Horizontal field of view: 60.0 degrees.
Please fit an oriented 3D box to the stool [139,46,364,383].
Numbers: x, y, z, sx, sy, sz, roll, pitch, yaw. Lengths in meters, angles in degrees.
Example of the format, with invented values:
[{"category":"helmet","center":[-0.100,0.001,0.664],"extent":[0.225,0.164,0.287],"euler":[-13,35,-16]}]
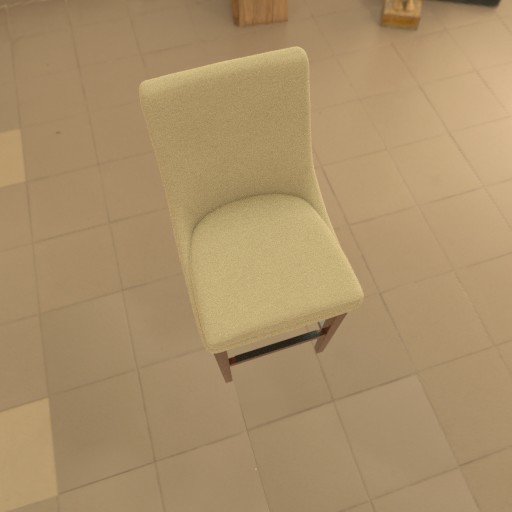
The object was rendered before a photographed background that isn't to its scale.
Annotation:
[{"category":"stool","center":[0.000,0.000,1.425],"extent":[0.470,1.078,0.577],"euler":[-16,65,-8]}]
